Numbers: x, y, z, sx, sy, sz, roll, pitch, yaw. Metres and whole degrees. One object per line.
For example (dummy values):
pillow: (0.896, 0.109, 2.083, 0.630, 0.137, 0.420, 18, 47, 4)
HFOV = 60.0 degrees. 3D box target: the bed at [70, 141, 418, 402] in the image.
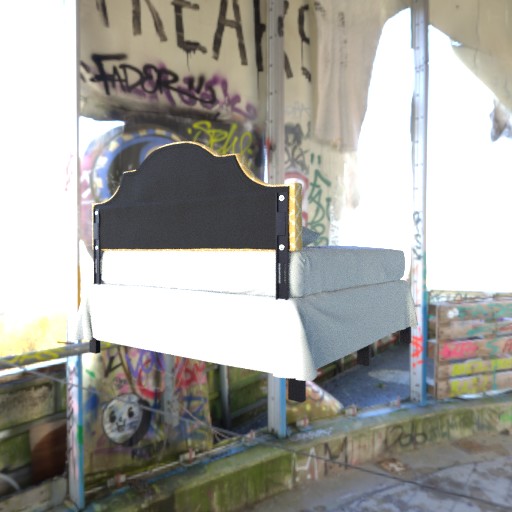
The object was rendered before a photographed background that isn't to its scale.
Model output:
bed: (0.000, 0.000, 3.871, 2.314, 1.601, 2.222, 1, 1, 36)
